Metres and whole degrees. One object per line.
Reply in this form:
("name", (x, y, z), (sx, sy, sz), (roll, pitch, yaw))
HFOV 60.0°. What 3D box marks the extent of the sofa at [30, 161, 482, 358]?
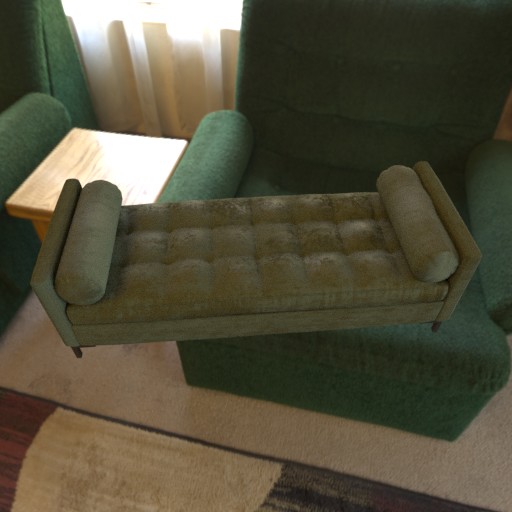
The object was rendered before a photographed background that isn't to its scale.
("sofa", (0.000, 0.000, 2.518), (2.130, 0.681, 0.817), (-3, 47, -3))
